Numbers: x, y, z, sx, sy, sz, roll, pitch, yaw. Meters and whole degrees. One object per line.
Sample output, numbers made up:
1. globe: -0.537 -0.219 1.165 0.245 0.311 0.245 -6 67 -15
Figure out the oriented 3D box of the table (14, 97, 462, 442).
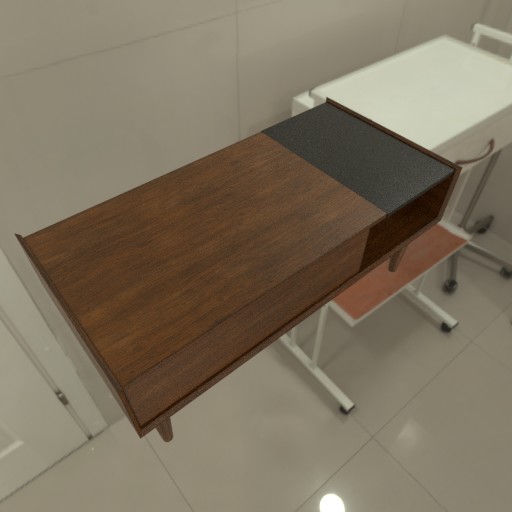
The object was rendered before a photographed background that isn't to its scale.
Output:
1. table: 0.000 0.000 1.508 1.221 0.508 0.610 -31 54 -26
